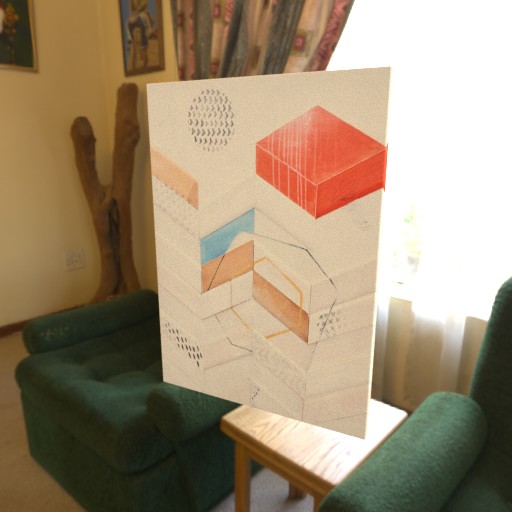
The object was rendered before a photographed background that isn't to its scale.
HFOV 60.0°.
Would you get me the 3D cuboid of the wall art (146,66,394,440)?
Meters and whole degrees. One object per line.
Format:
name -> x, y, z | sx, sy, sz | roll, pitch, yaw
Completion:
wall art -> 0.000, 0.000, 1.122 | 0.613, 0.848, 0.036 | 7, 16, 26
